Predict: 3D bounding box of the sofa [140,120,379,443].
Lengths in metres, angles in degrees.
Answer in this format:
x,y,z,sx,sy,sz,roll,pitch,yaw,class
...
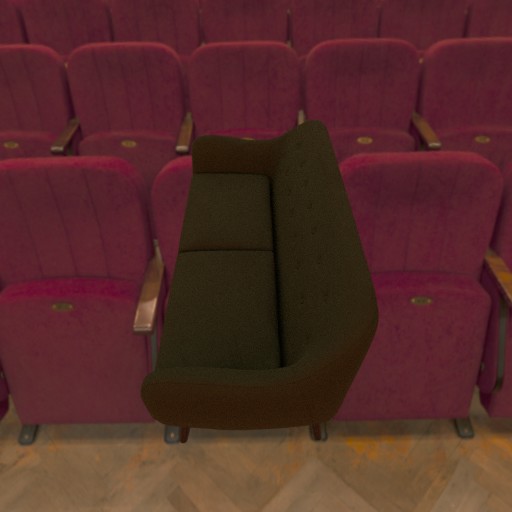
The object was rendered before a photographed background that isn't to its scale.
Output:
x,y,z,sx,sy,sz,roll,pitch,yaw,class
0.000,0.000,2.262,0.820,0.836,1.840,0,41,0,sofa
